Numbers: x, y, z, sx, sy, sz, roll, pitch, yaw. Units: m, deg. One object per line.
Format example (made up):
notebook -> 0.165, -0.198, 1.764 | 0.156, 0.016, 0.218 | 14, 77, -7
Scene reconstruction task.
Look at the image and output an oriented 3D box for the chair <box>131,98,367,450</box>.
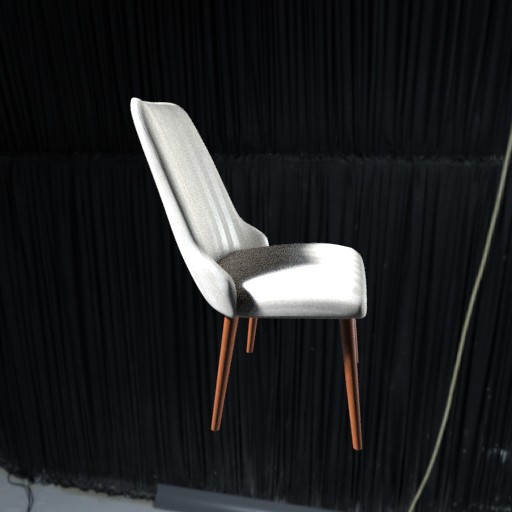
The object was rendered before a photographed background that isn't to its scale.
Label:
chair -> 0.000, 0.000, 1.372 | 0.684, 0.917, 0.526 | 3, 16, 11
